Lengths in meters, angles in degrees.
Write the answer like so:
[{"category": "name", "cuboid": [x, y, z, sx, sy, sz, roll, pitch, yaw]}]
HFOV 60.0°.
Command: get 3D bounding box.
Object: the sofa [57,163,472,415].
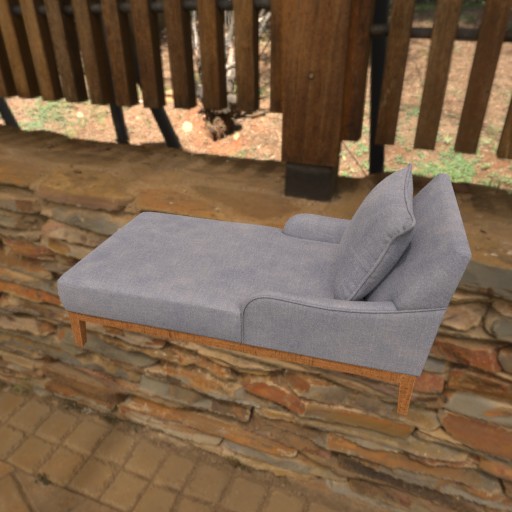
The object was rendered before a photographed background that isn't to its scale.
[{"category": "sofa", "cuboid": [0.000, 0.000, 2.266, 1.779, 0.883, 0.904, 8, 30, 14]}]
